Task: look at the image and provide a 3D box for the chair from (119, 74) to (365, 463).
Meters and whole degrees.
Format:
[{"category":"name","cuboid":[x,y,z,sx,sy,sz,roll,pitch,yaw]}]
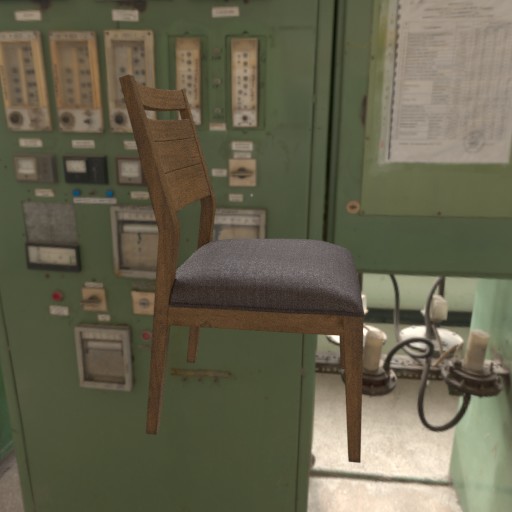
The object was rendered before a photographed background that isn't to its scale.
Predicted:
[{"category":"chair","cuboid":[0.000,0.000,1.280,0.610,0.939,0.501,2,16,8]}]
